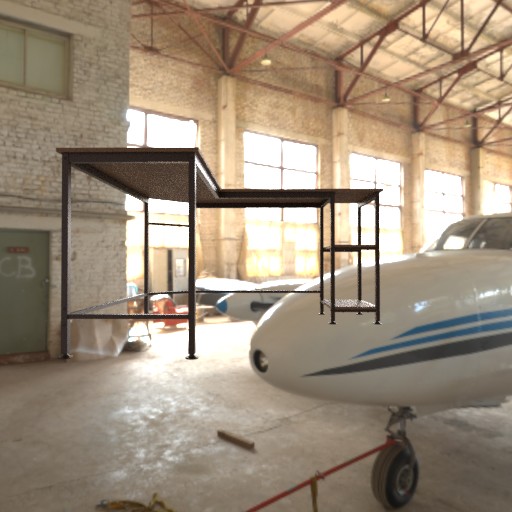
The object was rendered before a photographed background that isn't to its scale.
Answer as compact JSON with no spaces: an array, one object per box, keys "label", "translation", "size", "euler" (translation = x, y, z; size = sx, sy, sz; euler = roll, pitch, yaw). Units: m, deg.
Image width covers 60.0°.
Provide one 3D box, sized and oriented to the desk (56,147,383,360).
[{"label":"desk","translation":[0.000,0.000,2.225],"size":[1.379,0.739,1.379],"euler":[0,-1,1]}]
